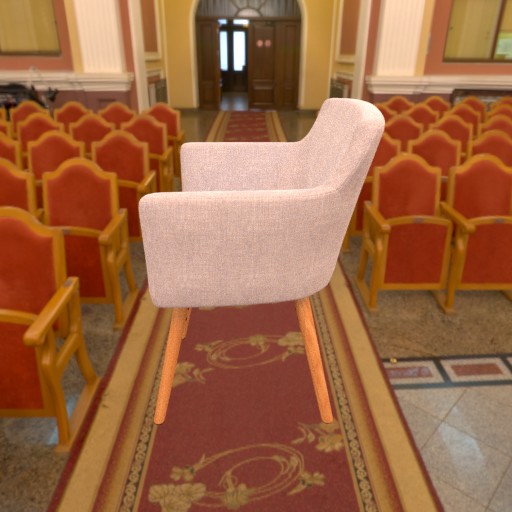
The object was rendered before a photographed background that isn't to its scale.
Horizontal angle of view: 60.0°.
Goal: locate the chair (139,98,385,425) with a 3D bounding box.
[{"bbox_3d":[0.000,0.000,1.175,0.540,0.780,0.570,0,25,0],"label":"chair"}]
